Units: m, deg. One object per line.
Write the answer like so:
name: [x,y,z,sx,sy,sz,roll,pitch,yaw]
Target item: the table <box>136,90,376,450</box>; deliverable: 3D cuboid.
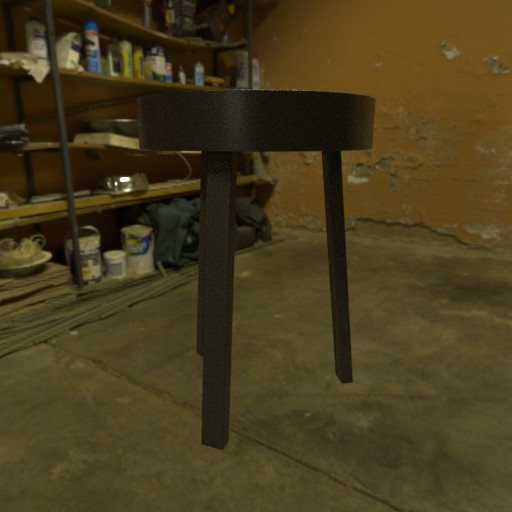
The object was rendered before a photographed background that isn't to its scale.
table: [0.000,0.000,0.849,0.406,0.559,0.406,0,15,0]
